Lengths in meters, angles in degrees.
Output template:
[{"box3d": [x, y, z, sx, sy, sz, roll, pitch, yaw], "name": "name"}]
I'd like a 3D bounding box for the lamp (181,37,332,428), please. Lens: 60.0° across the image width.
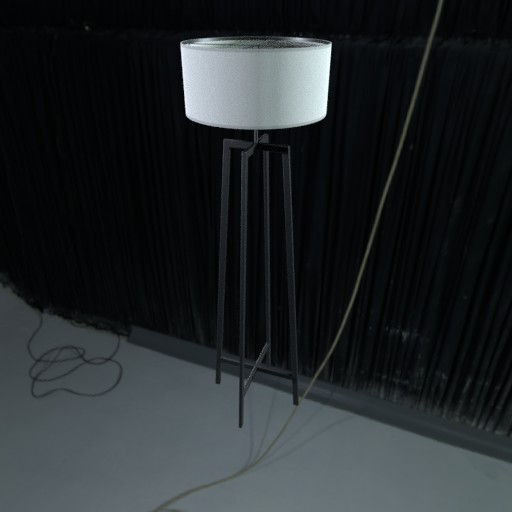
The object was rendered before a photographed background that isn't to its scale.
[{"box3d": [0.000, 0.000, 1.732, 0.456, 1.510, 0.457, 10, 31, 17], "name": "lamp"}]
